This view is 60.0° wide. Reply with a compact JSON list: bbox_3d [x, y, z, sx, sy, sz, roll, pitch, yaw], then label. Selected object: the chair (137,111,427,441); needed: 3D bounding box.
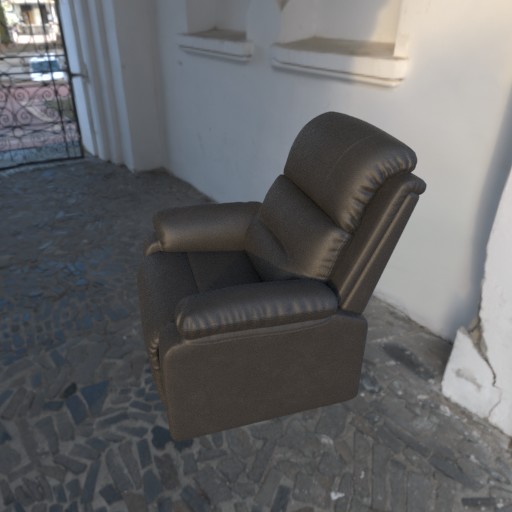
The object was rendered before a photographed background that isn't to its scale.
[{"bbox_3d":[0.000,0.000,1.717,0.919,0.992,0.855,-8,31,-14],"label":"chair"}]
